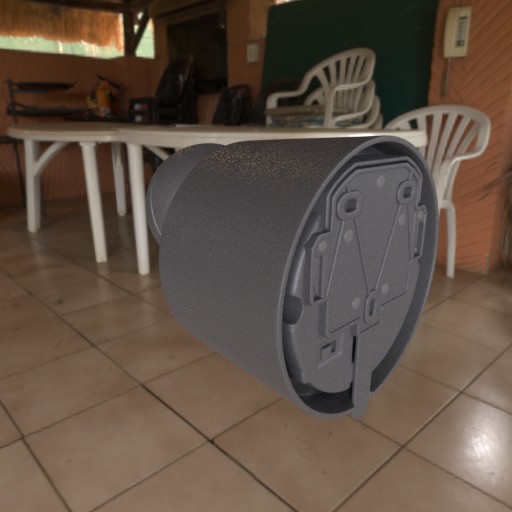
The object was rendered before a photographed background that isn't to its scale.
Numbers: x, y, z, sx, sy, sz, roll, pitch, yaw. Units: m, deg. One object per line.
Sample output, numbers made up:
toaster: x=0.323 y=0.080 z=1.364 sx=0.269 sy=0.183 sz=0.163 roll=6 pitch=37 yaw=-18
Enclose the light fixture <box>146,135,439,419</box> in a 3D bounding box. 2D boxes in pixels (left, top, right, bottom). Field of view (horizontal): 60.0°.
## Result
light fixture: x=0.000 y=0.000 z=0.264 sx=0.134 sy=0.143 sz=0.160 roll=-16 pitch=24 yaw=-42
